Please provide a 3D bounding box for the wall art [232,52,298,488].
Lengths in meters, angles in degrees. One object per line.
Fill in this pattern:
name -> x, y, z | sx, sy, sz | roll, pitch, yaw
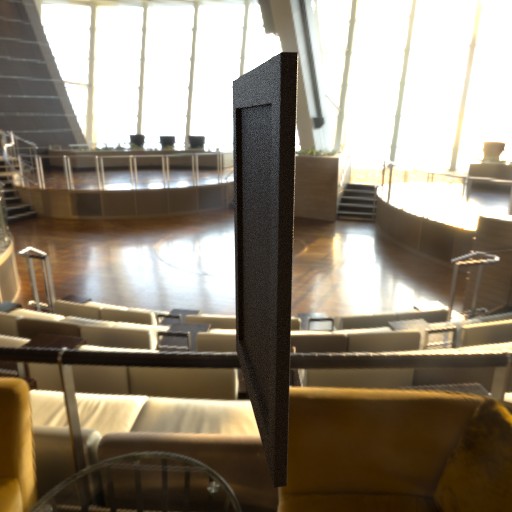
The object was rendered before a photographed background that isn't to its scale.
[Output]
wall art -> 0.000, 0.000, 0.663 | 0.017, 0.513, 0.359 | -3, 18, -10
